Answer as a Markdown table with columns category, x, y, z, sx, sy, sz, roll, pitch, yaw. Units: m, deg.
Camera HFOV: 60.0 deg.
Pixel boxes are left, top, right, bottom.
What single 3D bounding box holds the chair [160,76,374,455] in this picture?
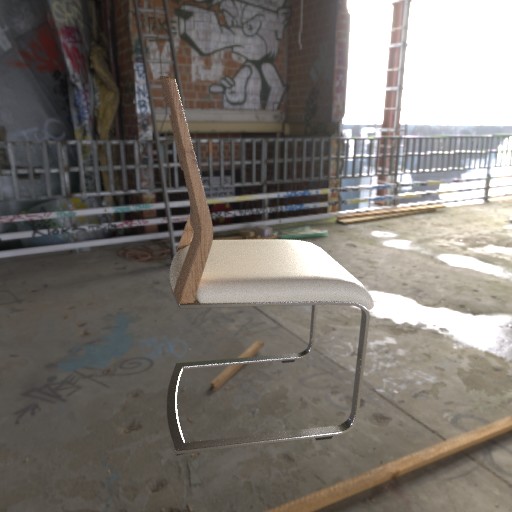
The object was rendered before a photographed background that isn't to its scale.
| category | x | y | z | sx | sy | sz | roll | pitch | yaw |
| --- | --- | --- | --- | --- | --- | --- | --- | --- | --- |
| chair | 0.000 | 0.000 | 1.287 | 0.561 | 0.955 | 0.457 | -3 | 17 | -9 |
